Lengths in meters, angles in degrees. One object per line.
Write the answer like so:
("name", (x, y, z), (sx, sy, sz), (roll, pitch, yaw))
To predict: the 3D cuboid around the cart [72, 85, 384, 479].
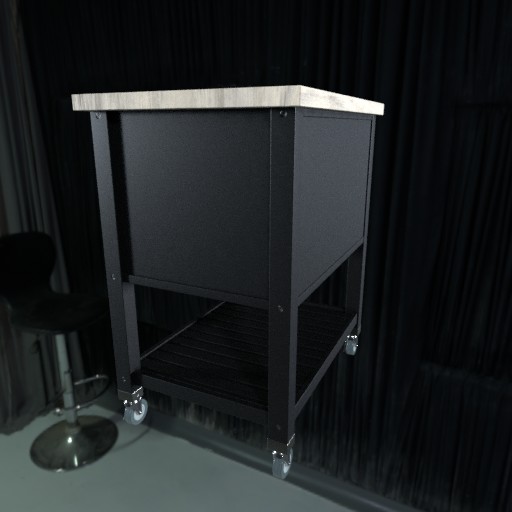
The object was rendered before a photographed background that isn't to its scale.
("cart", (0.000, 0.000, 1.386), (0.567, 0.920, 0.797), (8, 18, 25))
